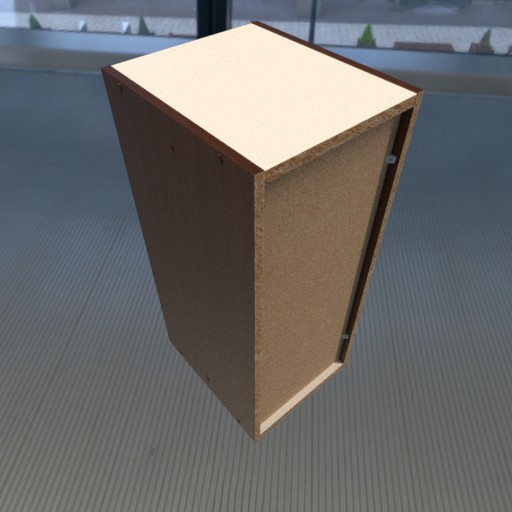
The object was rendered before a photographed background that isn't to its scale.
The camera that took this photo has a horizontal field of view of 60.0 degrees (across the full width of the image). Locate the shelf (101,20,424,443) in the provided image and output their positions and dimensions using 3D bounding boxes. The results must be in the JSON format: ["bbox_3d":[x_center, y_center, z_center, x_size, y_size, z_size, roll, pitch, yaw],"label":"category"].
[{"bbox_3d":[0.000,0.000,0.735,0.253,0.600,0.290,-32,54,-27],"label":"shelf"}]
